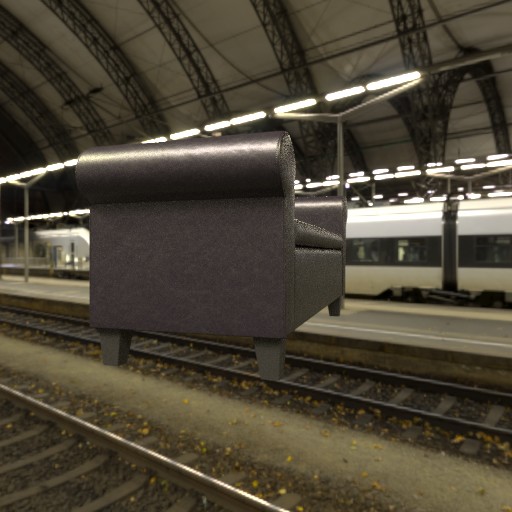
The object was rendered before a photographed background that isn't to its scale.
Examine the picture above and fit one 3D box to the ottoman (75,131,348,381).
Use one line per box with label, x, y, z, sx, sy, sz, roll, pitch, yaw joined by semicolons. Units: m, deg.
ottoman;0.000;0.000;1.573;0.521;0.547;1.256;0;0;18
